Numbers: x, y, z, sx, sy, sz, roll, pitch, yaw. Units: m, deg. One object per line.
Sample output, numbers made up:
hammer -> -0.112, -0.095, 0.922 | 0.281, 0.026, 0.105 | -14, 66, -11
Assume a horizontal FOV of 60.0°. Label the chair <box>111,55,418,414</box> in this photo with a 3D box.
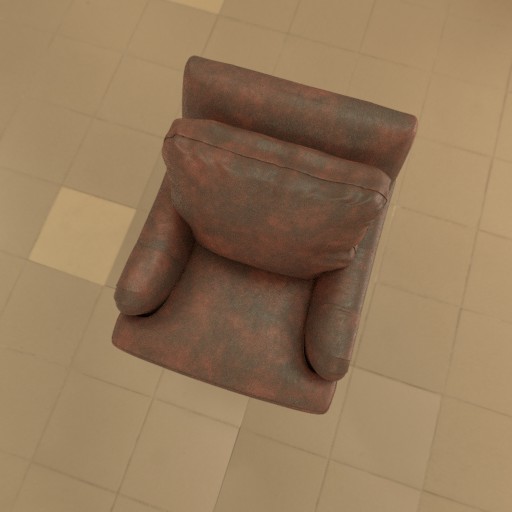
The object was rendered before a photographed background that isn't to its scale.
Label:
chair -> 0.000, 0.000, 1.956 | 0.987, 1.051, 1.156 | 17, 76, 4
